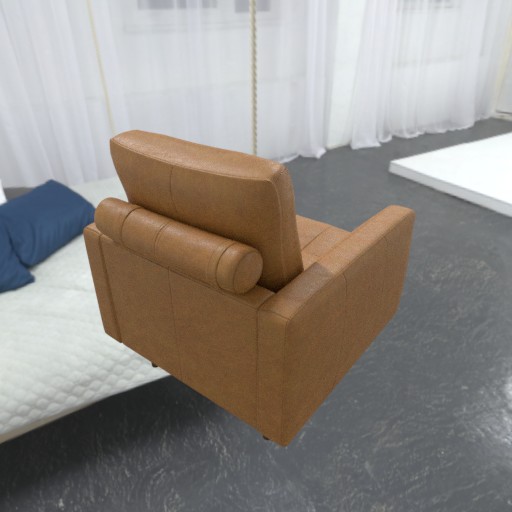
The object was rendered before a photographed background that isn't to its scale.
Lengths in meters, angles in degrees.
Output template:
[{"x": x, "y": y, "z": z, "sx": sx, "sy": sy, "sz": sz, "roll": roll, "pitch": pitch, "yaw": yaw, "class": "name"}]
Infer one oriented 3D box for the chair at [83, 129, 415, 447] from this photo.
[{"x": 0.000, "y": 0.000, "z": 1.541, "sx": 0.831, "sy": 0.896, "sz": 0.868, "roll": 21, "pitch": 36, "yaw": 32, "class": "chair"}]
